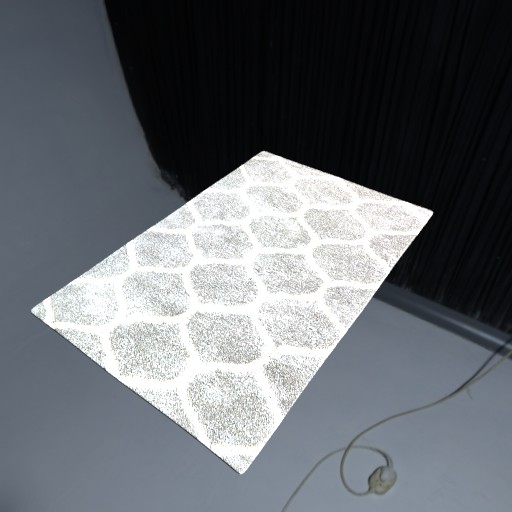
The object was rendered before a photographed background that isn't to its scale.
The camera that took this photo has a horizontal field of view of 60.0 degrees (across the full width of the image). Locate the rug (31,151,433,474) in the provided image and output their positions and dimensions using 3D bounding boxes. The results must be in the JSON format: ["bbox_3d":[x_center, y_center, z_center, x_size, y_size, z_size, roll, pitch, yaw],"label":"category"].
[{"bbox_3d":[0.000,0.000,3.387,1.801,0.026,2.701,26,48,26],"label":"rug"}]
